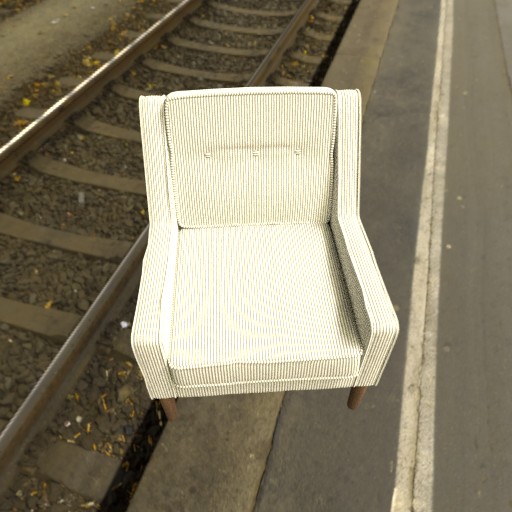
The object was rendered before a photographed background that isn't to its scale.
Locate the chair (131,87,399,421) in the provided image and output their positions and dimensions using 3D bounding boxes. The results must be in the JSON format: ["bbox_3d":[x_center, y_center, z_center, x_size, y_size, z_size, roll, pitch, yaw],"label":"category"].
[{"bbox_3d":[0.000,0.000,1.350,0.663,0.792,0.743,-3,47,-3],"label":"chair"}]
